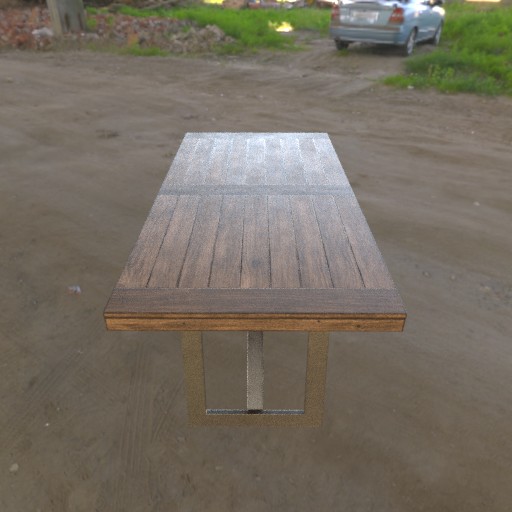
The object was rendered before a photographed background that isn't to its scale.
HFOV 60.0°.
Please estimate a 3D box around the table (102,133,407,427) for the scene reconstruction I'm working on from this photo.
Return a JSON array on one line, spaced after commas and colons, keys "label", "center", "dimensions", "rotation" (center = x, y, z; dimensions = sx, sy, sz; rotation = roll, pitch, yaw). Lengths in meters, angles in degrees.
[{"label": "table", "center": [0.000, 0.000, 2.346], "dimensions": [0.931, 0.757, 1.867], "rotation": [0, 32, 0]}]
